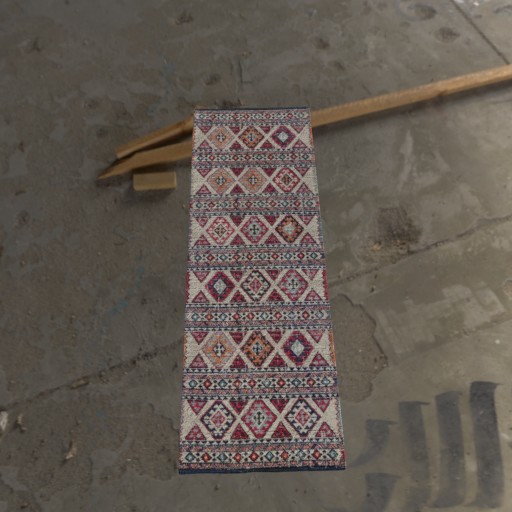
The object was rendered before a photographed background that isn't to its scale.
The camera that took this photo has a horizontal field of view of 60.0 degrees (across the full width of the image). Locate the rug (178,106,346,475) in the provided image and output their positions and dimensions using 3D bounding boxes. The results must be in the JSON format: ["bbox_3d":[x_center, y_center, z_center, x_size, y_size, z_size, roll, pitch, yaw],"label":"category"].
[{"bbox_3d":[0.000,0.000,2.686,0.832,0.008,2.362,-1,65,-1],"label":"rug"}]
